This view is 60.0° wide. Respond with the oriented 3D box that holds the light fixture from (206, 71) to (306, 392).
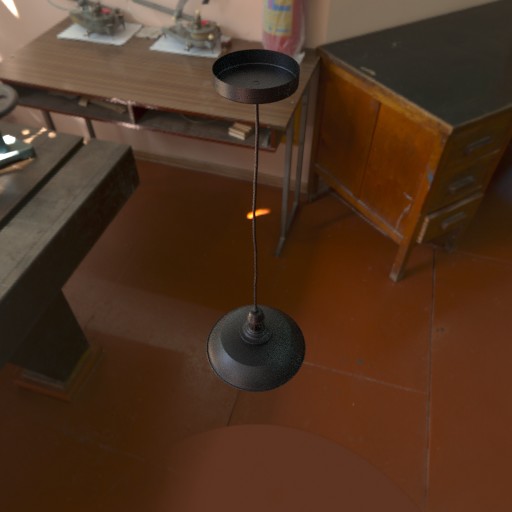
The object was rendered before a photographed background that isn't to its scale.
[{"bbox_3d":[0.000,0.000,1.155,0.331,0.993,0.331,-31,55,-25],"label":"light fixture"}]
